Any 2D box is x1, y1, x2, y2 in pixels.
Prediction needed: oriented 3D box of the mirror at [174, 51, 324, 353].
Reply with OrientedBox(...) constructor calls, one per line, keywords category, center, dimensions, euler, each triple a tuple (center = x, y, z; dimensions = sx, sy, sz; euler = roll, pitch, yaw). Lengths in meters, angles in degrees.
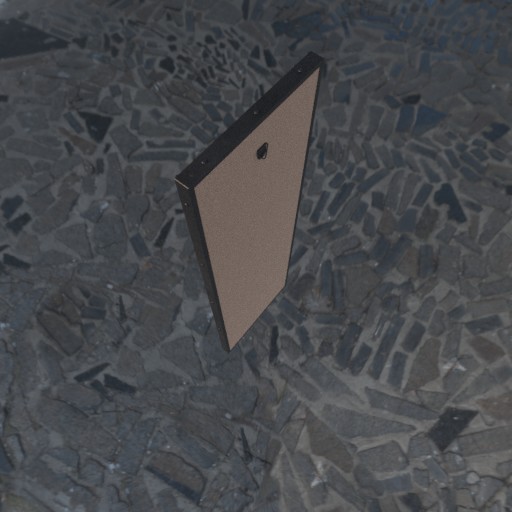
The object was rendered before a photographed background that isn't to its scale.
OrientedBox(category="mirror", center=(0.000, 0.000, 1.203), dimensions=(0.042, 1.080, 0.354), euler=(36, 70, 16))
